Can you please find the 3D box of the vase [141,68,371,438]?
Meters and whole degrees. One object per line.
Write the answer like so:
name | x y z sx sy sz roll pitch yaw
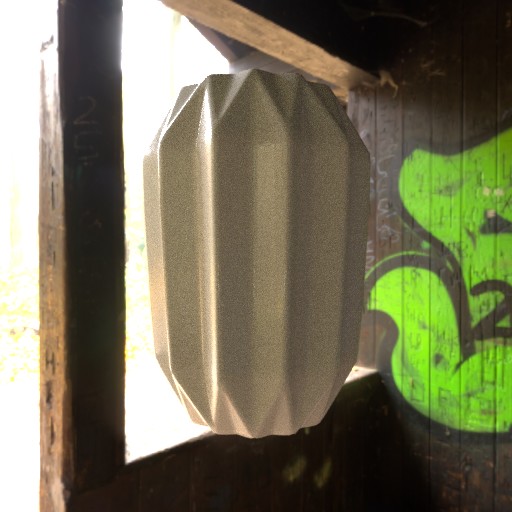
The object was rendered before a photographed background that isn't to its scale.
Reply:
vase | 0.000 0.000 0.389 0.195 0.275 0.195 0 0 0
